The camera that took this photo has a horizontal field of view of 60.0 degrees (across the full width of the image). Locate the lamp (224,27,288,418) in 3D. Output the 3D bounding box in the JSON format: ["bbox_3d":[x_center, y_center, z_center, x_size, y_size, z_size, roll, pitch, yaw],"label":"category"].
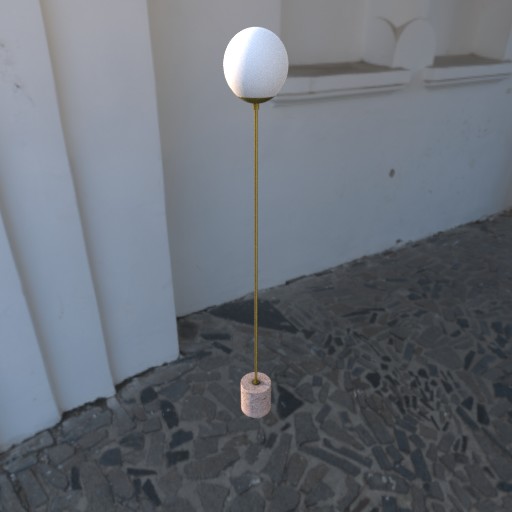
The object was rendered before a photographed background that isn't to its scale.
[{"bbox_3d":[0.000,0.000,1.904,0.229,1.748,0.229,-8,28,-16],"label":"lamp"}]
